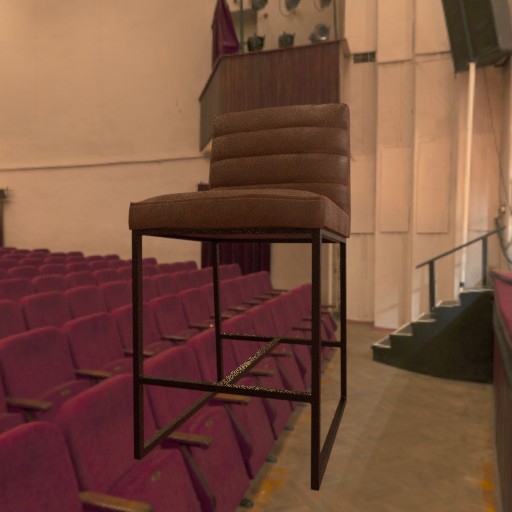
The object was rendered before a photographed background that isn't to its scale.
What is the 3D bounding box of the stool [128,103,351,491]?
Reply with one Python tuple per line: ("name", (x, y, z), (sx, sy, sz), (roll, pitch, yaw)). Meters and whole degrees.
("stool", (0.000, 0.000, 1.205), (0.463, 0.942, 0.562), (1, 2, 18))
